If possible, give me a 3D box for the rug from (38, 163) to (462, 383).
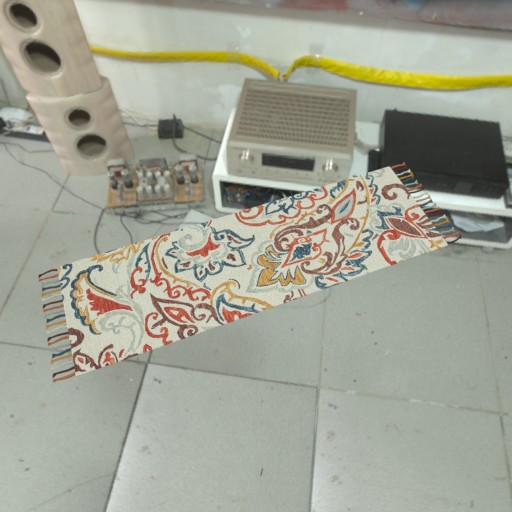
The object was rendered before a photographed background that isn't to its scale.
[{"bbox_3d":[0.000,0.000,2.891,2.682,0.015,0.763,-18,59,-11],"label":"rug"}]
